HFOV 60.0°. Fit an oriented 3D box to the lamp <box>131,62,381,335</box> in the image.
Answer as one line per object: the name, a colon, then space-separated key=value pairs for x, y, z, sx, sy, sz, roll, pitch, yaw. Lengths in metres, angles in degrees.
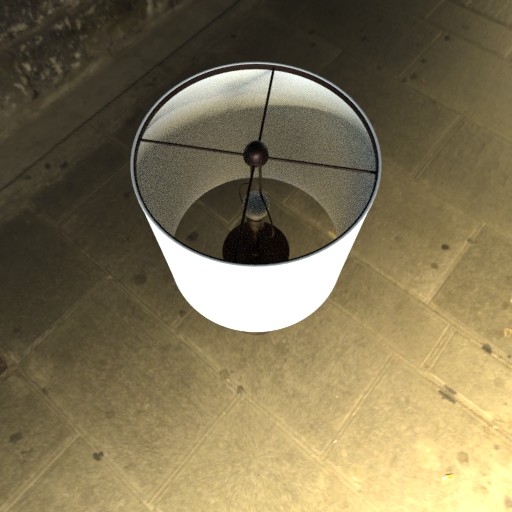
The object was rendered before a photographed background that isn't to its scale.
lamp: x=0.000 y=0.000 z=0.808 sx=0.301 sy=0.630 sz=0.301 roll=-33 pitch=70 yaw=-14
